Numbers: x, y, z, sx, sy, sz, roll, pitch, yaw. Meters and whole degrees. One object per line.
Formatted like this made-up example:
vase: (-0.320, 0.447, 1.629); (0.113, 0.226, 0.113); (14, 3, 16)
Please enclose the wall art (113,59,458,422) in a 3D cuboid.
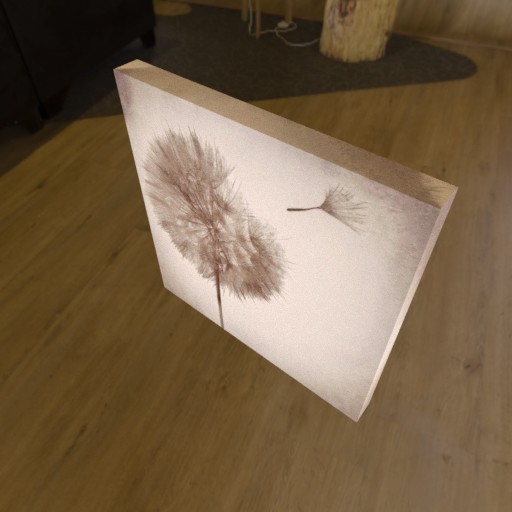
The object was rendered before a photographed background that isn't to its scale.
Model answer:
wall art: (0.000, 0.000, 0.445); (0.303, 0.303, 0.028); (30, 54, 26)
